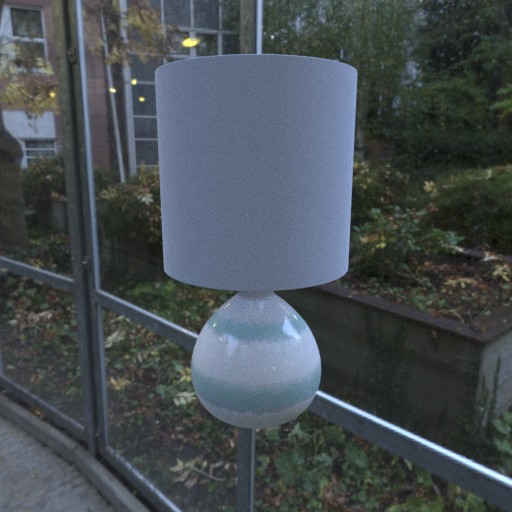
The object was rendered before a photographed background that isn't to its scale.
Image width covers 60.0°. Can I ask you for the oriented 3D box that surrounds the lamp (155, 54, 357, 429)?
[{"bbox_3d":[0.000,0.000,0.530,0.217,0.404,0.217,-6,14,-26],"label":"lamp"}]
